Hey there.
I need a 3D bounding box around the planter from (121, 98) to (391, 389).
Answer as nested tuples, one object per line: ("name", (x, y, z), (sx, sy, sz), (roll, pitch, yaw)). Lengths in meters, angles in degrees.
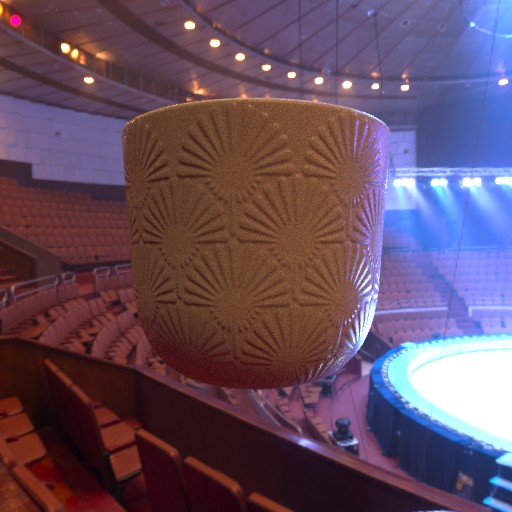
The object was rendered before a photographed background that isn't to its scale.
("planter", (0.000, 0.000, 0.293), (0.170, 0.152, 0.170), (0, 1, 0))
